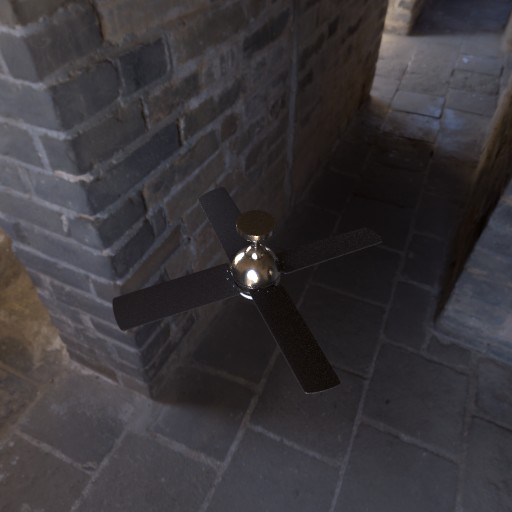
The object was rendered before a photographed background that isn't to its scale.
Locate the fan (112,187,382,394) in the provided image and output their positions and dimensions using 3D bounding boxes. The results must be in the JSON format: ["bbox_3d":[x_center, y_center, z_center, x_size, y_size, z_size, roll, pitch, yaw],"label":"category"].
[{"bbox_3d":[0.000,0.000,2.027,1.332,0.403,1.332,-17,48,-16],"label":"fan"}]
